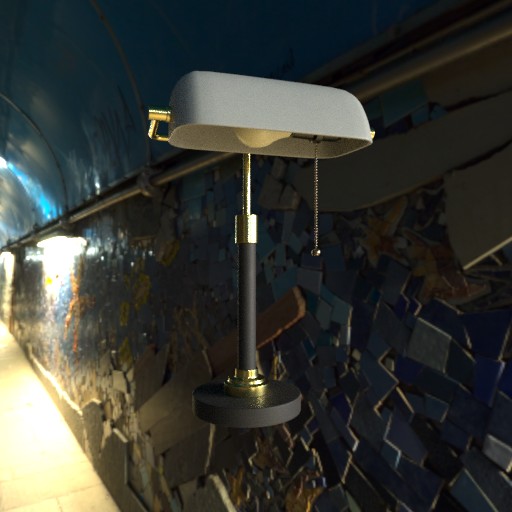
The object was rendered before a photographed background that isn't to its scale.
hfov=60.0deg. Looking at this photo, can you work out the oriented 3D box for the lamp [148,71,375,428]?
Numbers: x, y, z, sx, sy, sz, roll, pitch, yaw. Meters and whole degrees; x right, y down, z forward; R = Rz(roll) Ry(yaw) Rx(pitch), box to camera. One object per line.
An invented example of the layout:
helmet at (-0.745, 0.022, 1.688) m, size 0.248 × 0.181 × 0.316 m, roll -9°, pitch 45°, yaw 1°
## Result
lamp at (0.000, 0.000, 0.554) m, size 0.269 × 0.404 × 0.227 m, roll 0°, pitch -1°, yaw -17°
